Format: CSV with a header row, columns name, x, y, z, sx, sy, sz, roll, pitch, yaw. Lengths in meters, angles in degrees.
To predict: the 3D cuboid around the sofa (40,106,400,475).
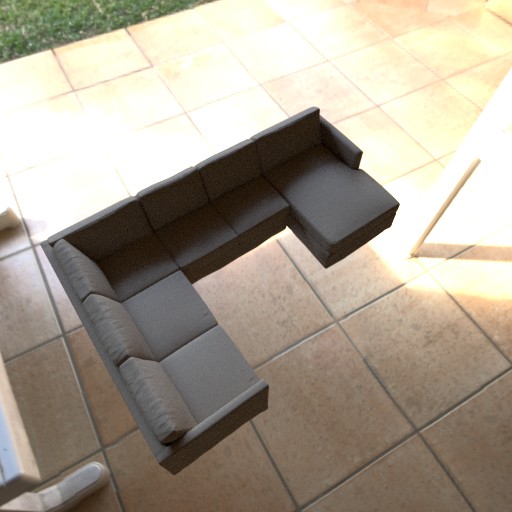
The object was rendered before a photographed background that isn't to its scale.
name,x,y,z,sx,sy,sz,roll,pitch,yaw
sofa,0.000,0.000,4.521,3.460,0.882,2.427,-31,63,-18
